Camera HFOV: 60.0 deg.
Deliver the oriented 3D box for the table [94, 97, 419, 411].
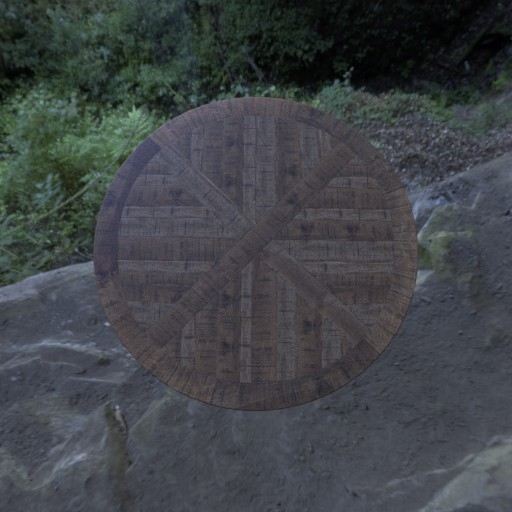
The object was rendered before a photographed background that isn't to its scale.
[{"bbox_3d":[0.000,0.000,1.976,1.264,0.516,1.264,0,76,0],"label":"table"}]
